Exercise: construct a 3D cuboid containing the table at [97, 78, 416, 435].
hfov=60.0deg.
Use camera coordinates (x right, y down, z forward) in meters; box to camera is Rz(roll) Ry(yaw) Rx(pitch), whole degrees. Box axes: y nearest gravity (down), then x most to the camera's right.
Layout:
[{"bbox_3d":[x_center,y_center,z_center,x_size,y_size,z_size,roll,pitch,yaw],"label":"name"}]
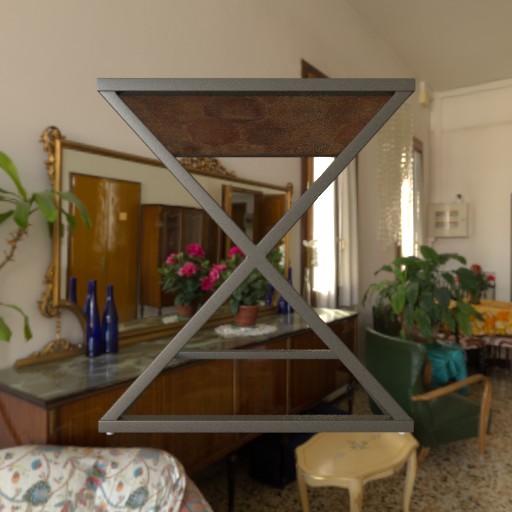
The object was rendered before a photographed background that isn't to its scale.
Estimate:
[{"bbox_3d":[0.000,0.000,0.947,0.500,0.565,0.500,0,1,0],"label":"table"}]
